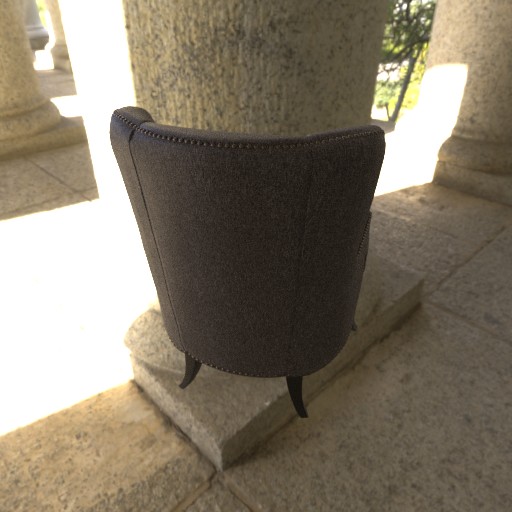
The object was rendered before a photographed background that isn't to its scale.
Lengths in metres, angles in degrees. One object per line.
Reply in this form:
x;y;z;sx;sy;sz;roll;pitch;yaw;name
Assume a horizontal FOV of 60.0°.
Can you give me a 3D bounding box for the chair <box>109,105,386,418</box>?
0.000;0.000;1.550;0.759;1.060;0.758;9;34;14;chair
